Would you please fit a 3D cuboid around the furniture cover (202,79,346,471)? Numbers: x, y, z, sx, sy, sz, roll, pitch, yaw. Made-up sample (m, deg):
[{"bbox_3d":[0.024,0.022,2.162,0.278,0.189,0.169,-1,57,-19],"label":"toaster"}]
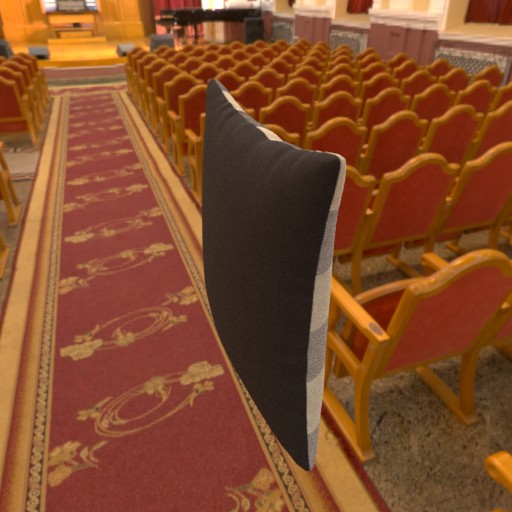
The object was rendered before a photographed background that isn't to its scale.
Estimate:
[{"bbox_3d":[0.000,0.000,0.773,0.161,0.509,0.511,-10,32,-16],"label":"furniture cover"}]
